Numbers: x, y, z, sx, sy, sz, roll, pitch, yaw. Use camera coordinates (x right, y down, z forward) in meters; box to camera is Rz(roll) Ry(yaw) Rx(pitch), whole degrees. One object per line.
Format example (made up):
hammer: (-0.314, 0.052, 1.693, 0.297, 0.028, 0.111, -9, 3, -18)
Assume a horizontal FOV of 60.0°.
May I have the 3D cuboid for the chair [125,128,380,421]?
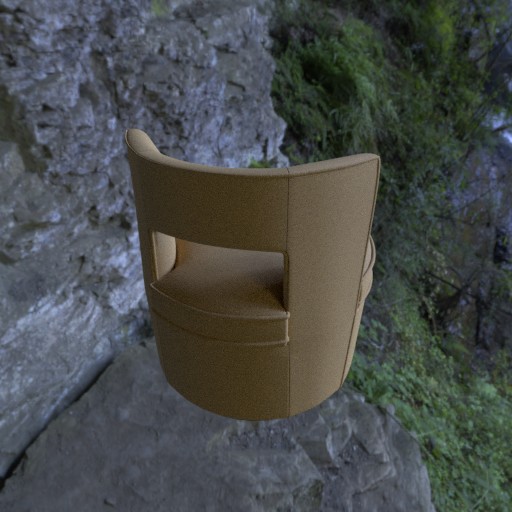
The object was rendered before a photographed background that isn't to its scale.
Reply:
chair: (0.000, 0.000, 1.257, 0.650, 0.723, 0.665, 10, 32, 17)
